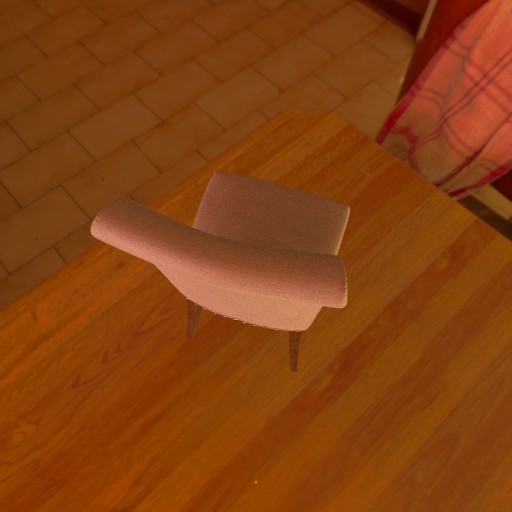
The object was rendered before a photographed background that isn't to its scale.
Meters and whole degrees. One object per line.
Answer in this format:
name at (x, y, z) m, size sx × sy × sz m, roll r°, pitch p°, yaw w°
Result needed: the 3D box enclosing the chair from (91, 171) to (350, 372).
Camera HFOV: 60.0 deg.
chair at (0.000, 0.000, 1.366) m, size 0.513 × 0.988 × 0.608 m, roll 16°, pitch 64°, yaw 8°
